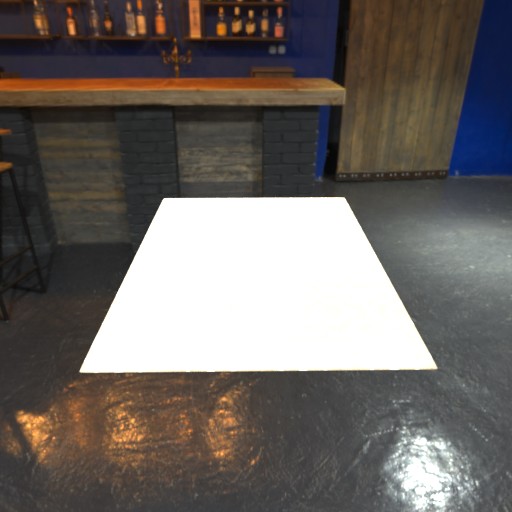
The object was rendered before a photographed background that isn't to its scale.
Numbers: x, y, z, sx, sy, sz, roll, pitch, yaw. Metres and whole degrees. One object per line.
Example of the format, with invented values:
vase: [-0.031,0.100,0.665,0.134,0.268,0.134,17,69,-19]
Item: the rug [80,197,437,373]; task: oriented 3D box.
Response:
rug: [0.000,0.000,4.487,2.438,0.010,3.353,0,28,-1]
